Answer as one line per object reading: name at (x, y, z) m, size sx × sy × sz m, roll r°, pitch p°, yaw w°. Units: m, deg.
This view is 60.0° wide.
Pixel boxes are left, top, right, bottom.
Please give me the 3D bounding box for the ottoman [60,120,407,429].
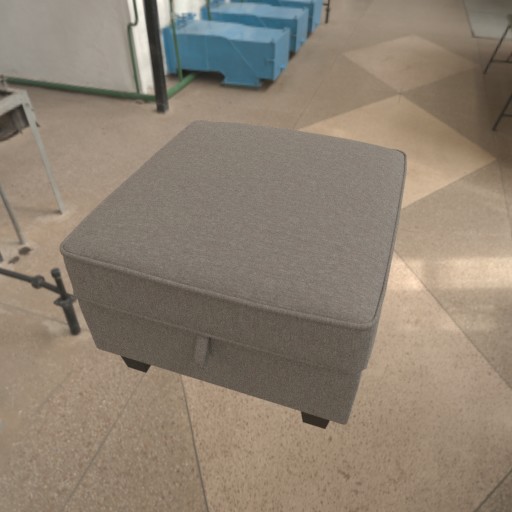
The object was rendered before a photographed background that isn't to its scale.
ottoman at (0.000, 0.000, 1.422) m, size 0.808 × 0.612 × 0.871 m, roll 13°, pitch 42°, yaw 14°
